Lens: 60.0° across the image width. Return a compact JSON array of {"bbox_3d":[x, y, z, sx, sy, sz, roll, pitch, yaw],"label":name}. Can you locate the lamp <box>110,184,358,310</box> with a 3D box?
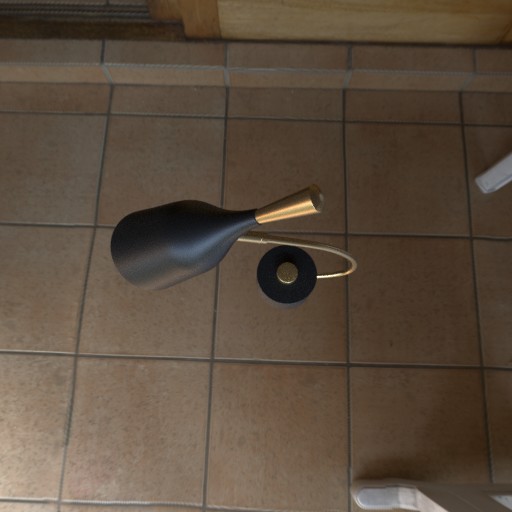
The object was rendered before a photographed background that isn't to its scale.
[{"bbox_3d":[0.000,0.000,0.640,0.352,0.464,0.110,-4,77,-1],"label":"lamp"}]
